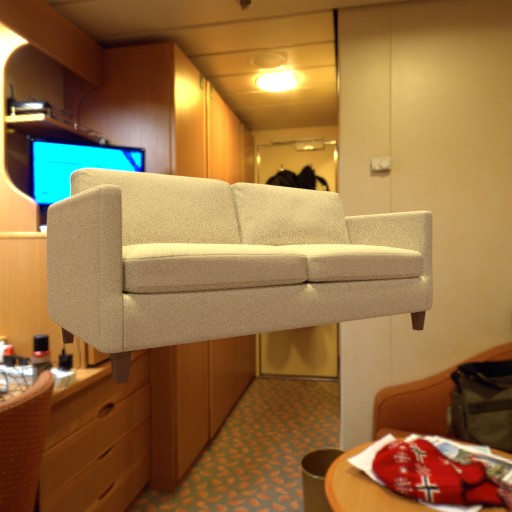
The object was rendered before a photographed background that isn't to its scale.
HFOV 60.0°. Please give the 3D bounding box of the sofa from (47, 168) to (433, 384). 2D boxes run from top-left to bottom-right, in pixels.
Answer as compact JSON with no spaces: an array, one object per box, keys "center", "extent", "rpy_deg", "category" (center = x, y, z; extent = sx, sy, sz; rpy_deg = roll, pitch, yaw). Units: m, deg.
[{"center":[0.000,0.000,2.453],"extent":[1.981,0.889,0.965],"rpy_deg":[-1,1,-35],"category":"sofa"}]
